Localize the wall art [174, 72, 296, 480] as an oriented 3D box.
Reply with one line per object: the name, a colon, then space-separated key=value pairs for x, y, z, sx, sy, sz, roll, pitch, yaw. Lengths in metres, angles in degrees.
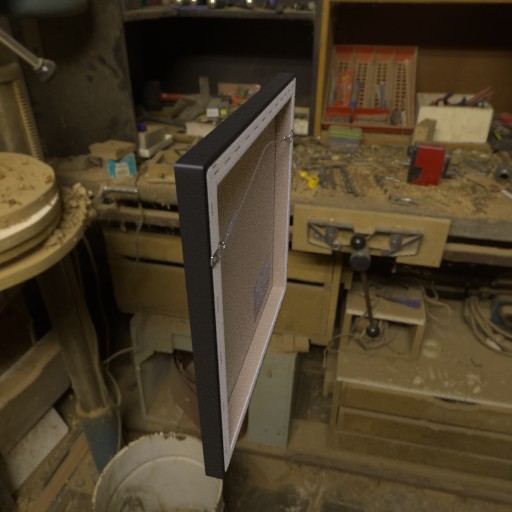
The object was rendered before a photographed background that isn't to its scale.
wall art: x=0.000 y=0.000 z=0.914 sx=0.043 sy=0.611 sz=0.610 roll=8 pitch=33 yaw=12
